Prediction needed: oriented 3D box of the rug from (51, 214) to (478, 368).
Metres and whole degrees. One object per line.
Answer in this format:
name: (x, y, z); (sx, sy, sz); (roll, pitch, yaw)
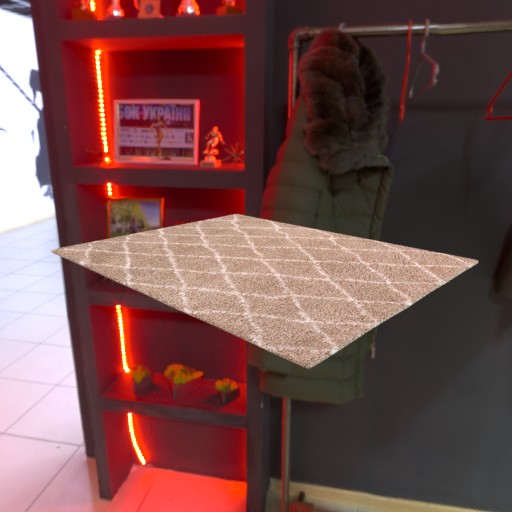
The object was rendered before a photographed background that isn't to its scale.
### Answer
rug: (0.000, 0.000, 4.014); (3.047, 0.029, 2.438); (15, 22, 42)
